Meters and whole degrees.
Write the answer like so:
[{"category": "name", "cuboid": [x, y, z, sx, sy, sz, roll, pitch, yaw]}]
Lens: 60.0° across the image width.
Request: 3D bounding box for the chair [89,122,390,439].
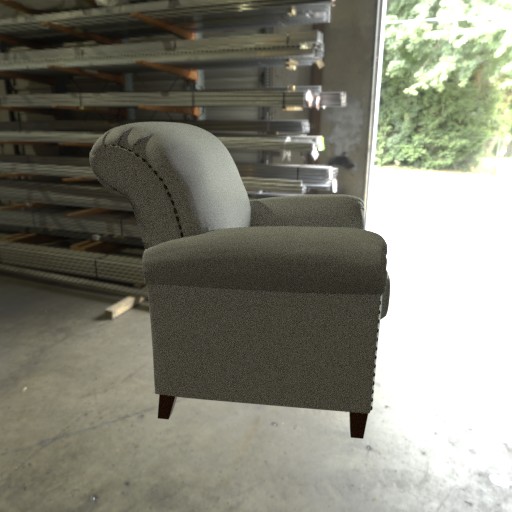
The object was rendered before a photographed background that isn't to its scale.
[{"category": "chair", "cuboid": [0.000, 0.000, 1.600, 0.890, 0.927, 0.854, 2, 16, 8]}]
